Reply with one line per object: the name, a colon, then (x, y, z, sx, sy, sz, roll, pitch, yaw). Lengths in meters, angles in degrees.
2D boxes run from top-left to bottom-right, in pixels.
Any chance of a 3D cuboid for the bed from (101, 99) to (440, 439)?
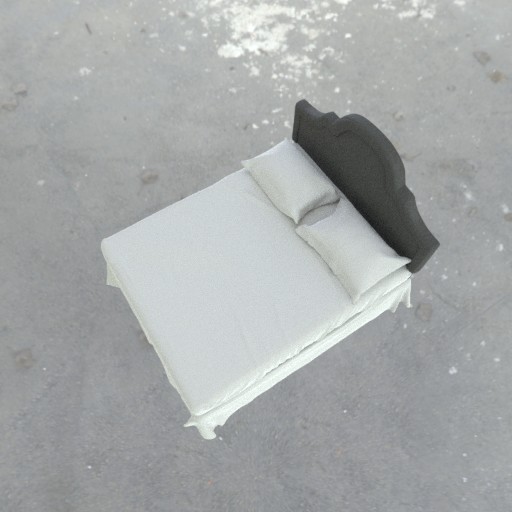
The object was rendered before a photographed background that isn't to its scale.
bed: (0.000, 0.000, 3.416, 2.222, 1.634, 1.780, -30, 67, -14)
